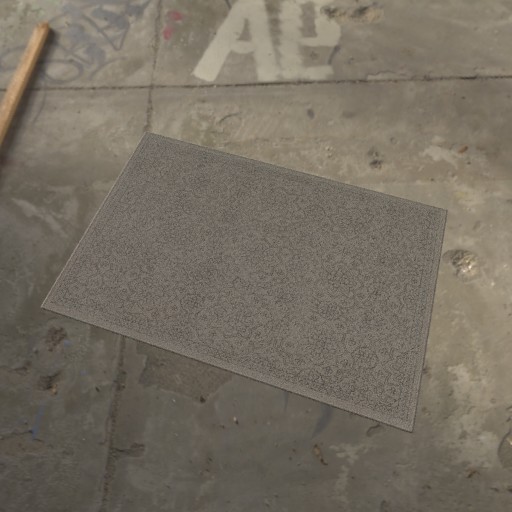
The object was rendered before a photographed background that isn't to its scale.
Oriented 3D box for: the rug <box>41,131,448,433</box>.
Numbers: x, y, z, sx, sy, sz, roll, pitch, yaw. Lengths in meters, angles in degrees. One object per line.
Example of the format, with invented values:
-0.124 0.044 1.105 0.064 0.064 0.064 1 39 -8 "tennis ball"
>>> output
0.000 0.000 2.311 1.829 0.010 1.219 16 63 9 "rug"
